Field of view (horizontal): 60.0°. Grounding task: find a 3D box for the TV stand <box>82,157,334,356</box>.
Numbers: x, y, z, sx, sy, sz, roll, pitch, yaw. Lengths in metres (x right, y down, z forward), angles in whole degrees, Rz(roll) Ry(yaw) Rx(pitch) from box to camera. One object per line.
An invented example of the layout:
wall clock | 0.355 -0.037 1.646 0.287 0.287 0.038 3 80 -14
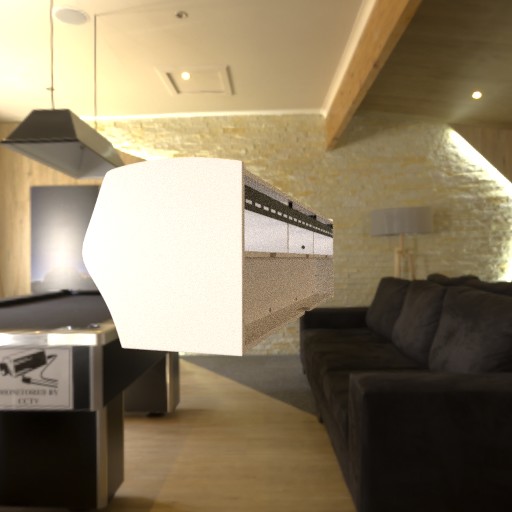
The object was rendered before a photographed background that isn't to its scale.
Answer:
TV stand | 0.000 0.000 1.682 0.397 0.424 1.473 0 0 17
